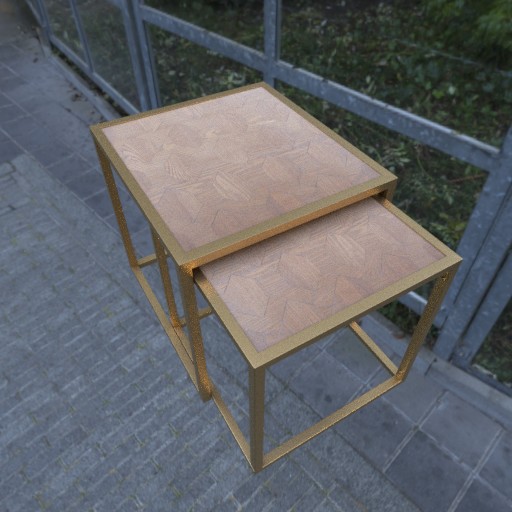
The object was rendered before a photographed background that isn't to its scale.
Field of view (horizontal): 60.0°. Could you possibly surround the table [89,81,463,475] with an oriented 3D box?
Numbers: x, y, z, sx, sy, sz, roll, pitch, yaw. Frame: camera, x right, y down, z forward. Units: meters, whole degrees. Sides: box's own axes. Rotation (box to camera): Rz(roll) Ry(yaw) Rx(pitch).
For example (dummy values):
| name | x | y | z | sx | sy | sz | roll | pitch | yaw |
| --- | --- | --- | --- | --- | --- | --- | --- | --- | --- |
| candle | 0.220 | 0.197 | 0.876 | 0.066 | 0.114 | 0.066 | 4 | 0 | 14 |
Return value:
| name | x | y | z | sx | sy | sz | roll | pitch | yaw |
| --- | --- | --- | --- | --- | --- | --- | --- | --- | --- |
| table | 0.000 | 0.000 | 1.126 | 0.505 | 0.505 | 0.762 | -23 | 50 | -21 |
